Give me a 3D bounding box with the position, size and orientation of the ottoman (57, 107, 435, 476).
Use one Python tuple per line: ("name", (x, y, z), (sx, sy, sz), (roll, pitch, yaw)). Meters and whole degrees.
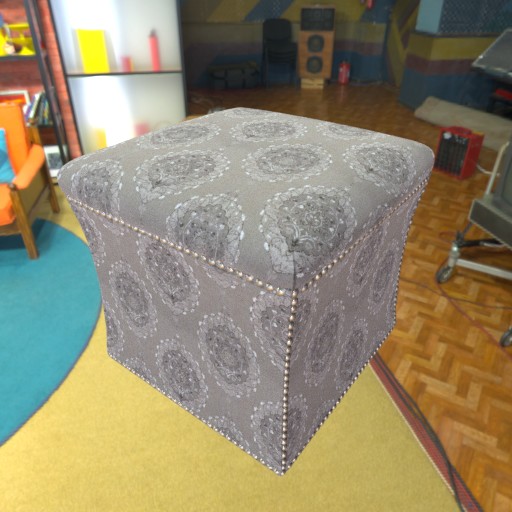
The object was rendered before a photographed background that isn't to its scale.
("ottoman", (0.000, 0.000, 0.886), (0.497, 0.473, 0.507), (22, 38, 31))
